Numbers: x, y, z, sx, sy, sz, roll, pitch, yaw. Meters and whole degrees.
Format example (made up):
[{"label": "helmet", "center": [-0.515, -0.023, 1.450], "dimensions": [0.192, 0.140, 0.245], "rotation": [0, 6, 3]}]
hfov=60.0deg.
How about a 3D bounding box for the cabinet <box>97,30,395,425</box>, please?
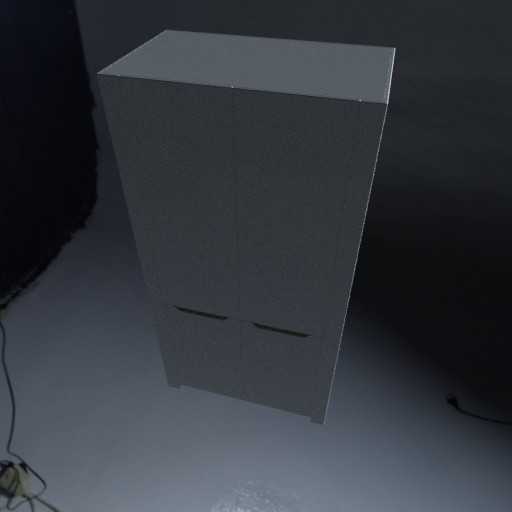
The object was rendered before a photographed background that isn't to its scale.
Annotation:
[{"label": "cabinet", "center": [0.000, 0.000, 2.268], "dimensions": [0.980, 1.920, 0.580], "rotation": [10, 42, 12]}]
